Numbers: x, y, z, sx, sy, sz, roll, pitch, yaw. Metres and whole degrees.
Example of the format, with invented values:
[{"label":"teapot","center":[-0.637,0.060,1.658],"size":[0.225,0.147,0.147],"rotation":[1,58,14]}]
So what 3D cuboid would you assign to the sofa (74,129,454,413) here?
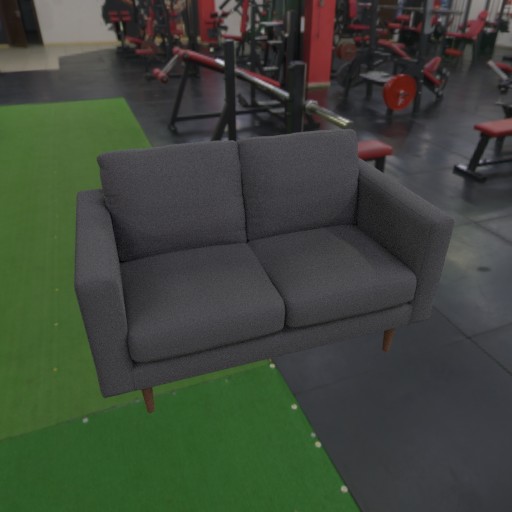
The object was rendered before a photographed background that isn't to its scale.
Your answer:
[{"label":"sofa","center":[0.000,0.000,1.965],"size":[1.430,0.908,0.796],"rotation":[-10,33,-16]}]
